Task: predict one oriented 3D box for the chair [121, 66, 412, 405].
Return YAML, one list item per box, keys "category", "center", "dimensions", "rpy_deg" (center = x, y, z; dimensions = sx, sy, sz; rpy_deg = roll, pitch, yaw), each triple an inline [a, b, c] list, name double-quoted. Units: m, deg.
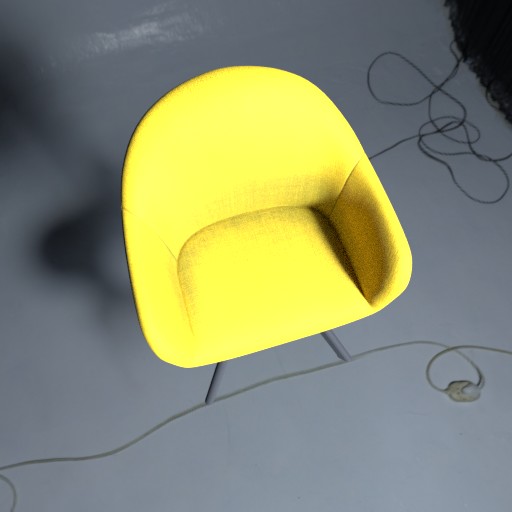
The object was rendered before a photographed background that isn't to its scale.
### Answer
- category: "chair"
  center: [0.000, 0.000, 1.175]
  dimensions: [0.590, 0.795, 0.550]
  rpy_deg: [-15, 66, -7]
